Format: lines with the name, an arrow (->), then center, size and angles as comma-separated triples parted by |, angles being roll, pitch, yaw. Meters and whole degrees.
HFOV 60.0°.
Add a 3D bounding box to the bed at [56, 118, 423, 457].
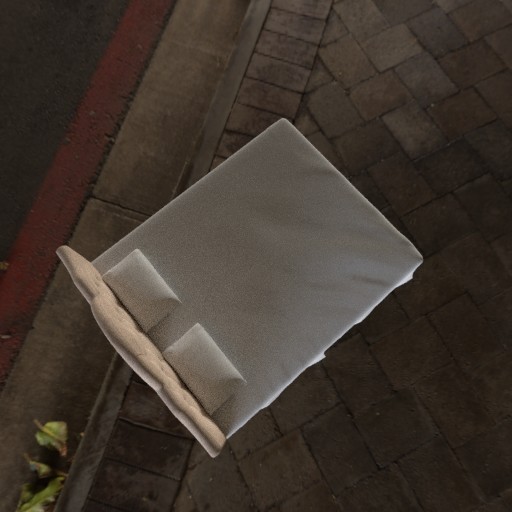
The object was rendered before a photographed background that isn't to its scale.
bed -> 0.000, 0.000, 3.023 | 1.970, 1.194, 1.667 | -39, 78, -10
